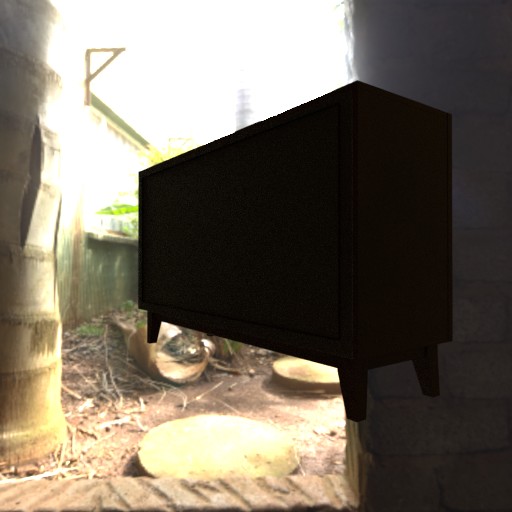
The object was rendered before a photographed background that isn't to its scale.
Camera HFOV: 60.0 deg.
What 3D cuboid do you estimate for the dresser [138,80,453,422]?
[{"bbox_3d":[0.000,0.000,2.026,0.499,0.971,1.609,0,-1,-36],"label":"dresser"}]
